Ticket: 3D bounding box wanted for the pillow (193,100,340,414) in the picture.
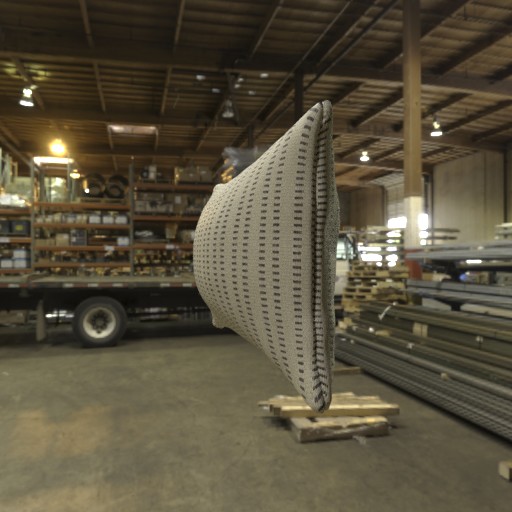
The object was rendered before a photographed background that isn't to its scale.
[{"bbox_3d":[0.000,0.000,0.801,0.210,0.353,0.640,0,0,-16],"label":"pillow"}]
